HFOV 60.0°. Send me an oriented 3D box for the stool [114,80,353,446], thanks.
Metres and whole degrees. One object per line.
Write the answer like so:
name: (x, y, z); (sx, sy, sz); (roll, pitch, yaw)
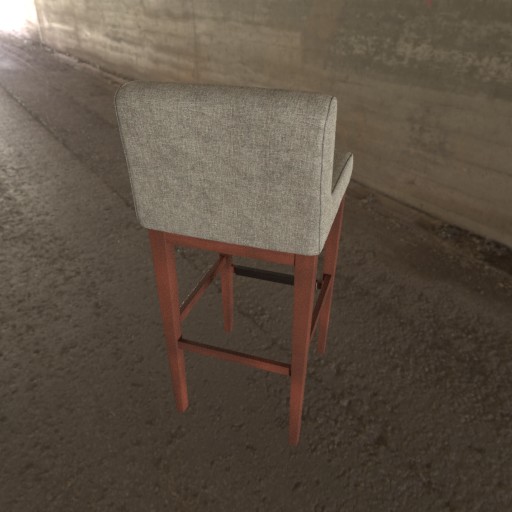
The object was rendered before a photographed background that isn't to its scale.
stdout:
stool: (0.000, 0.000, 1.229); (0.426, 0.965, 0.499); (10, 33, 16)
